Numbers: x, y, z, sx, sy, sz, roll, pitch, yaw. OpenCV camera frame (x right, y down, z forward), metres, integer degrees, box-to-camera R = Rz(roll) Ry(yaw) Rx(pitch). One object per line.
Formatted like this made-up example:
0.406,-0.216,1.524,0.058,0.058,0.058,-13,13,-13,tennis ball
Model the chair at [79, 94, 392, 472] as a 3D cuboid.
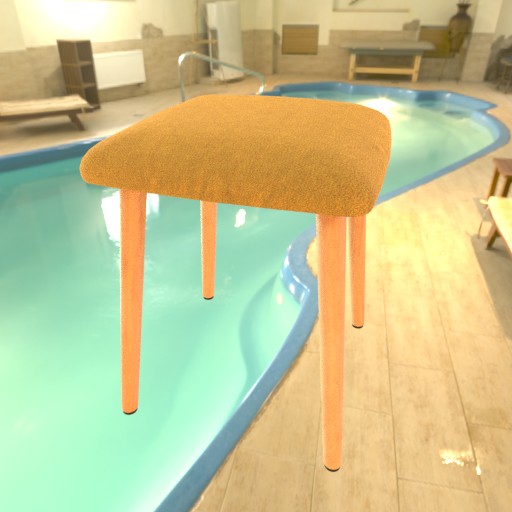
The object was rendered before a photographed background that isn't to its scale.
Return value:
0.000,0.000,0.684,0.350,0.440,0.350,9,32,15,chair
